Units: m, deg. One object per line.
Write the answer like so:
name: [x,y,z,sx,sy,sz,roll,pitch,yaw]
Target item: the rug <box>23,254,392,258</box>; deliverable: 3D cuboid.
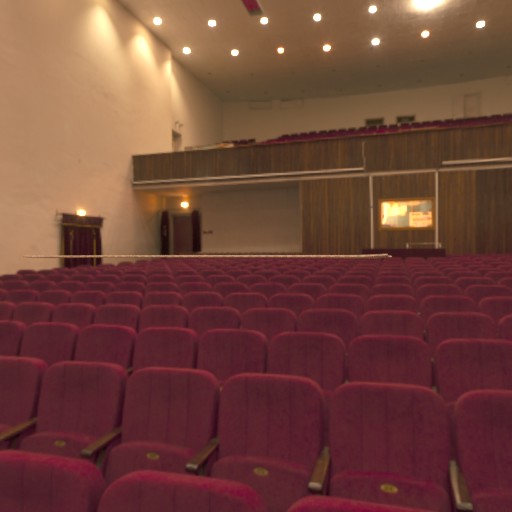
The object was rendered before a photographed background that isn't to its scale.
rug: [0.000,0.000,3.909,2.277,0.035,2.897,0,0,17]
